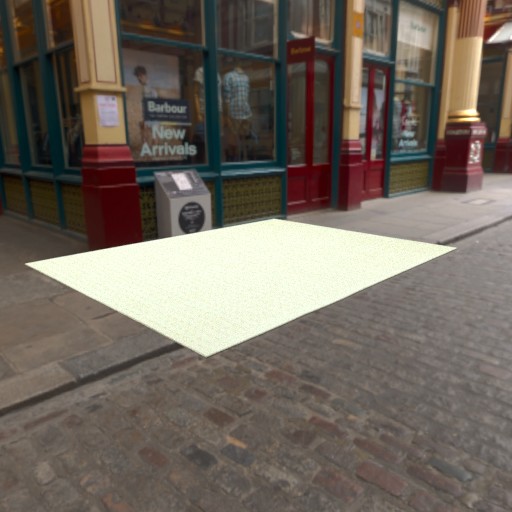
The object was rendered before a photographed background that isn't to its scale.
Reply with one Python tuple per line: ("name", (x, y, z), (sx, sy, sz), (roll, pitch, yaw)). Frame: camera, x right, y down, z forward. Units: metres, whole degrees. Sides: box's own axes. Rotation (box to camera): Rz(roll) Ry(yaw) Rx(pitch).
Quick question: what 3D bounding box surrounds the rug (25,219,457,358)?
("rug", (0.000, 0.000, 4.099), (2.452, 0.016, 3.204), (14, 20, 43))
